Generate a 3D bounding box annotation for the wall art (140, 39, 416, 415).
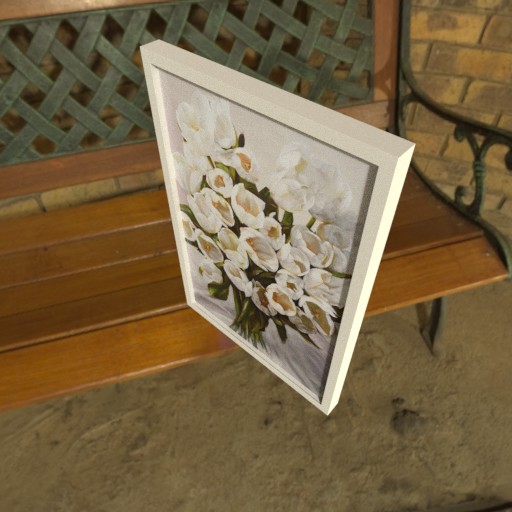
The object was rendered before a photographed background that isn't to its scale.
[{"bbox_3d":[0.000,0.000,0.832,0.450,0.657,0.038,33,55,27],"label":"wall art"}]
